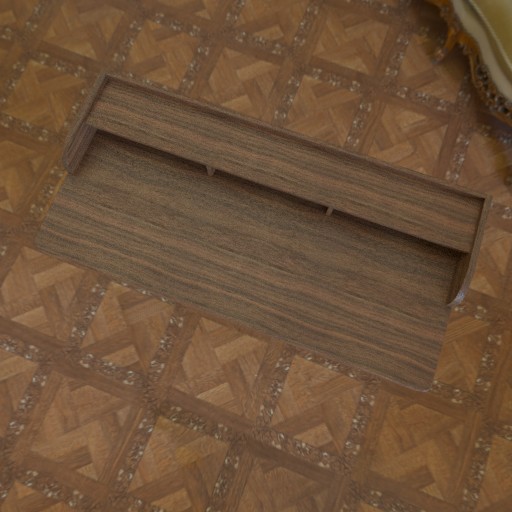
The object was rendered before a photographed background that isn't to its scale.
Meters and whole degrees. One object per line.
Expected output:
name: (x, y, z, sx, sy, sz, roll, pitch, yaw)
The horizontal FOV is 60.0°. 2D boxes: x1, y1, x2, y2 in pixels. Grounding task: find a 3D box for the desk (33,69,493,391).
desk: (0.000, 0.000, 1.627, 1.200, 0.854, 0.565, 20, 76, 5)
